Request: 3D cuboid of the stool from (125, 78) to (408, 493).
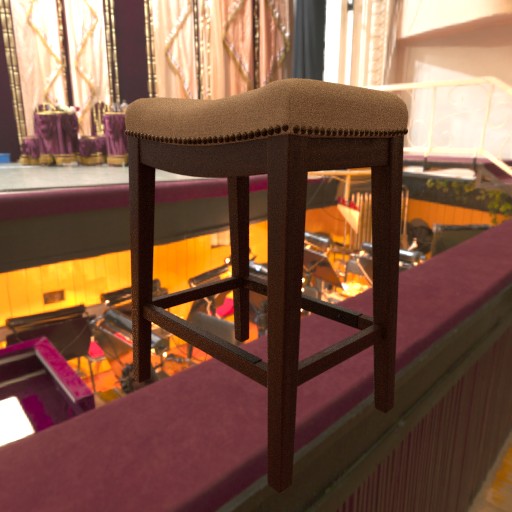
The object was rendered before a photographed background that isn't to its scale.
[{"bbox_3d":[0.000,0.000,0.958,0.363,0.669,0.509,-13,20,-41],"label":"stool"}]
